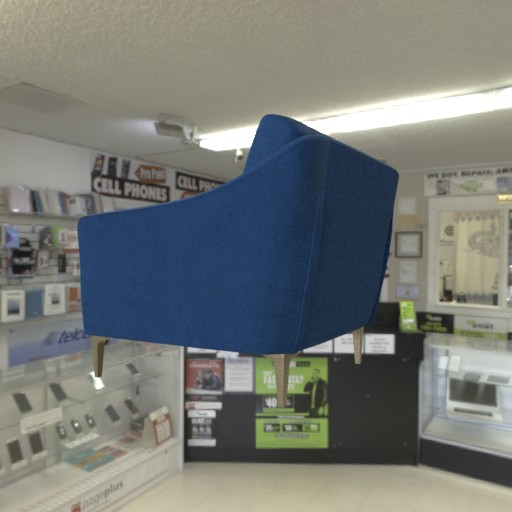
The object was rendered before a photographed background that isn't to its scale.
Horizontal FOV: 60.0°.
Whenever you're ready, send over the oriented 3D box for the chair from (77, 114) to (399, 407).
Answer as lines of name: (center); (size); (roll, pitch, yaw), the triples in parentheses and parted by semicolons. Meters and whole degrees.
chair: (0.000, 0.000, 1.767); (0.961, 0.899, 0.987); (1, 1, 34)
